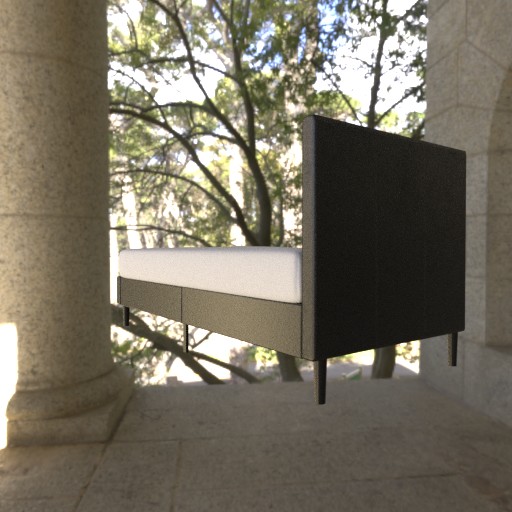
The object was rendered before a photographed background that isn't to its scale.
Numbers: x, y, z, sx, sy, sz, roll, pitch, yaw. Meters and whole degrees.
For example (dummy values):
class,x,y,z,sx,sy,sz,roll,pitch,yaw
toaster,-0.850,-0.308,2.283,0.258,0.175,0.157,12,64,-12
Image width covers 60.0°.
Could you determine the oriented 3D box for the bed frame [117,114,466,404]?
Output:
class,x,y,z,sx,sy,sz,roll,pitch,yaw
bed frame,0.000,0.000,2.569,1.038,1.046,2.152,-1,1,-36
